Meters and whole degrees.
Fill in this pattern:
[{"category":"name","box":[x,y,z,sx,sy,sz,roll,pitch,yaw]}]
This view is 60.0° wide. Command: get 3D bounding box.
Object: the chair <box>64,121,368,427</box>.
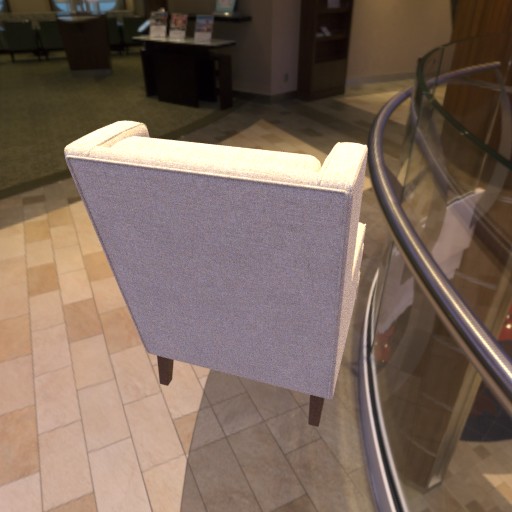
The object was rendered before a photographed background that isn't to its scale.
[{"category":"chair","box":[0.000,0.000,1.707,0.764,1.082,0.948,10,33,16]}]
